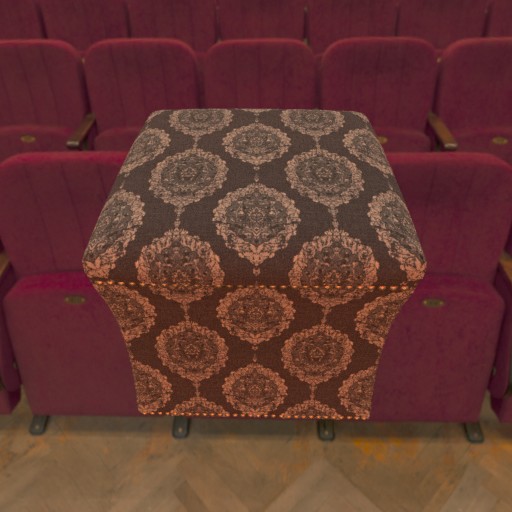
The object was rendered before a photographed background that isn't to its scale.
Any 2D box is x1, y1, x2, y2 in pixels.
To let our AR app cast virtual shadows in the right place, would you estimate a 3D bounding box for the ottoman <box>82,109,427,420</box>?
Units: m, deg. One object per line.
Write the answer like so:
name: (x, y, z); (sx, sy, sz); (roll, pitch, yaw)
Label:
ottoman: (0.000, 0.000, 0.916); (0.497, 0.475, 0.507); (1, 41, 1)
